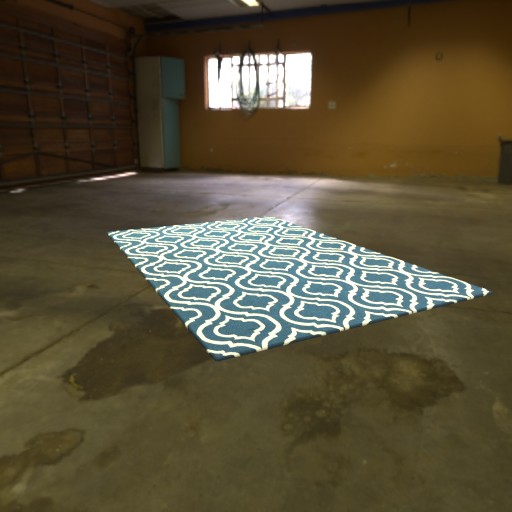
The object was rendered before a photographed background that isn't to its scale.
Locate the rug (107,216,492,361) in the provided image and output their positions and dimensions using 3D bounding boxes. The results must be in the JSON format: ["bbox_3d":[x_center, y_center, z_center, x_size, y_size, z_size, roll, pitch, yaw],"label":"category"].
[{"bbox_3d":[0.000,0.000,2.194,1.143,0.010,1.753,-8,18,-26],"label":"rug"}]
